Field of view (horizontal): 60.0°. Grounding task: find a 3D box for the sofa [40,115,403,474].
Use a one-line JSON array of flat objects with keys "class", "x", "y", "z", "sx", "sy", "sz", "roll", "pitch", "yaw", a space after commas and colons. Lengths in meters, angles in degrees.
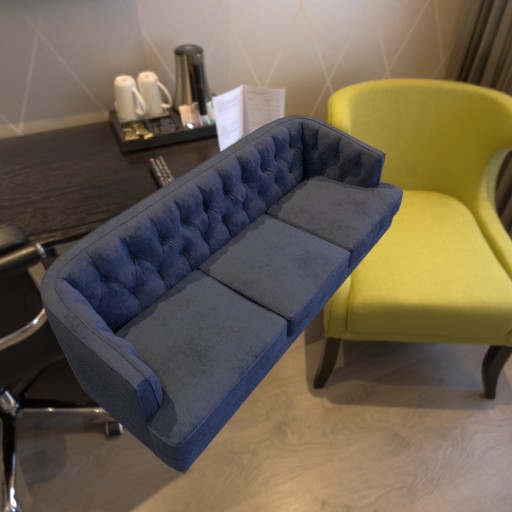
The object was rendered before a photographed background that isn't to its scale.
[{"class": "sofa", "x": 0.000, "y": 0.000, "z": 2.623, "sx": 0.941, "sy": 0.855, "sz": 2.278, "roll": 26, "pitch": 48, "yaw": 26}]
